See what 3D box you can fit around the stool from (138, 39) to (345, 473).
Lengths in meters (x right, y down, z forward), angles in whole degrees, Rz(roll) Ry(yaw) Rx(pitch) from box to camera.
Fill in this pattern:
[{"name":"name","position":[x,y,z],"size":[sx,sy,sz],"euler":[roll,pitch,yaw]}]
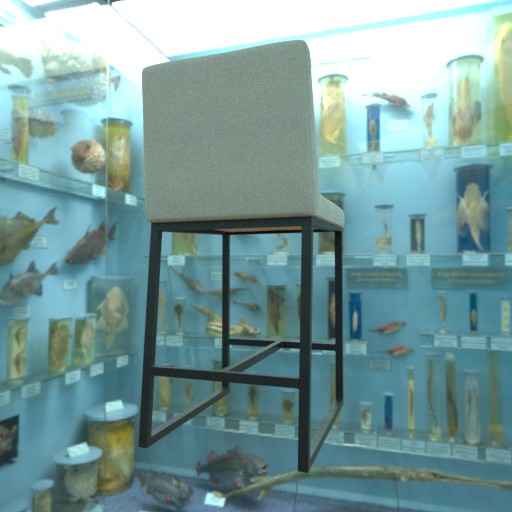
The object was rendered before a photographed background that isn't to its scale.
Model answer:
[{"name":"stool","position":[0.000,0.000,1.313],"size":[0.459,0.971,0.567],"euler":[-1,-2,19]}]
